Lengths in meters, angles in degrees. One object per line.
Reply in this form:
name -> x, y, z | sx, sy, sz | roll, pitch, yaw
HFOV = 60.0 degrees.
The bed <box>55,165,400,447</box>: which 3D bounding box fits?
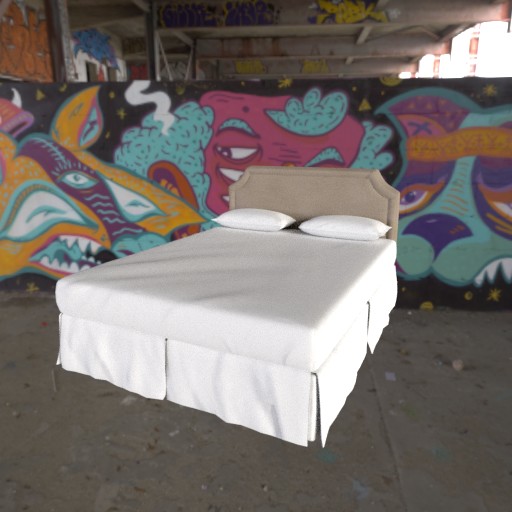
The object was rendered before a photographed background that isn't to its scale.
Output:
bed -> 0.000, 0.000, 3.596 | 1.977, 1.293, 2.498 | 7, 16, 25
